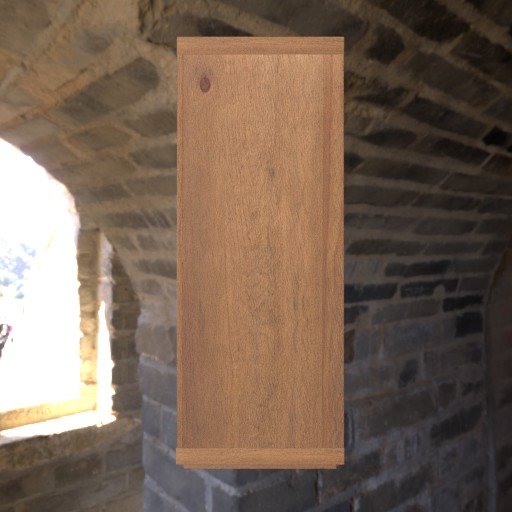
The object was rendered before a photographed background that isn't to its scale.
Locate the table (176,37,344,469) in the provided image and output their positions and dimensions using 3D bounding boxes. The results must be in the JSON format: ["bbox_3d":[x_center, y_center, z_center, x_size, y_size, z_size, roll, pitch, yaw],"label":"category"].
[{"bbox_3d":[0.000,0.000,1.760,0.524,1.294,0.901,0,0,0],"label":"table"}]
